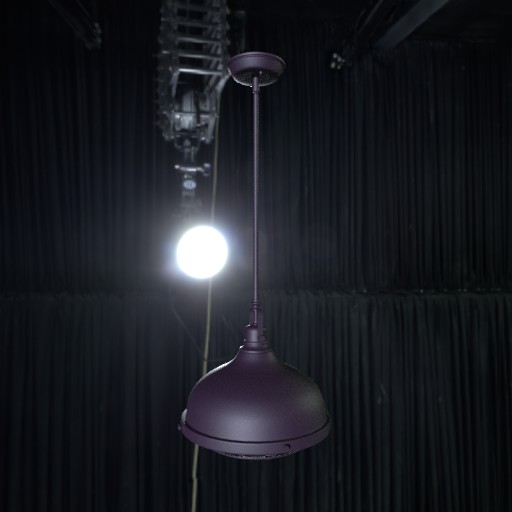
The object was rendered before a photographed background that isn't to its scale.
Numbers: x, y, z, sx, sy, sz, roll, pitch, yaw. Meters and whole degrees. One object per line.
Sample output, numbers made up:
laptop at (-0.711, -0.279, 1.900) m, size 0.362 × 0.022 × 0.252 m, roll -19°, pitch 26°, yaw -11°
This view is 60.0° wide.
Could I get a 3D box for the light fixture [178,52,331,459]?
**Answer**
light fixture at (0.000, 0.000, 0.983) m, size 0.341 × 0.849 × 0.341 m, roll 0°, pitch -1°, yaw -19°
